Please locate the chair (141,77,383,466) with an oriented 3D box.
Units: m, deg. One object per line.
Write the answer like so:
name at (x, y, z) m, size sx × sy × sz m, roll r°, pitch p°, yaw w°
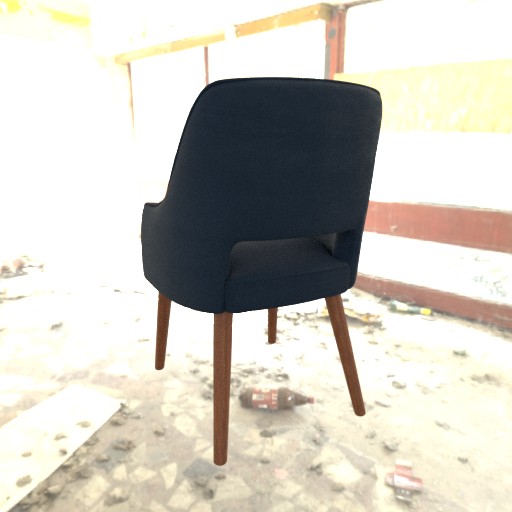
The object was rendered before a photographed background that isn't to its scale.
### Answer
chair at (0.000, 0.000, 1.210) m, size 0.559 × 0.844 × 0.591 m, roll -7°, pitch 16°, yaw -26°
